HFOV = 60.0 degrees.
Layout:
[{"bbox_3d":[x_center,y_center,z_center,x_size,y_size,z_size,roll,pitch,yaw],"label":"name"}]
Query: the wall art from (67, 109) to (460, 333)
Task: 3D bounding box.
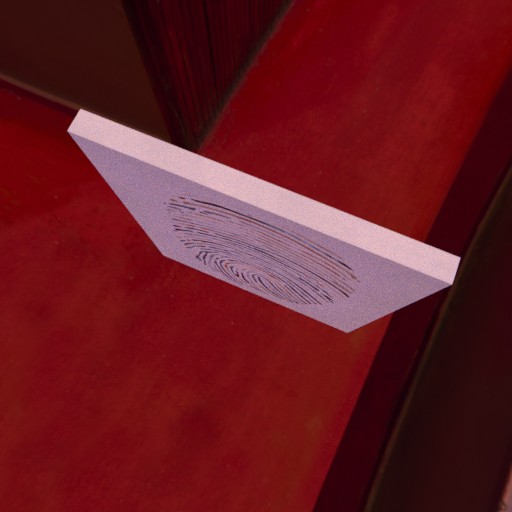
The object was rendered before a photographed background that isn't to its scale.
[{"bbox_3d":[0.000,0.000,0.835,0.508,0.606,0.037,22,76,6],"label":"wall art"}]
